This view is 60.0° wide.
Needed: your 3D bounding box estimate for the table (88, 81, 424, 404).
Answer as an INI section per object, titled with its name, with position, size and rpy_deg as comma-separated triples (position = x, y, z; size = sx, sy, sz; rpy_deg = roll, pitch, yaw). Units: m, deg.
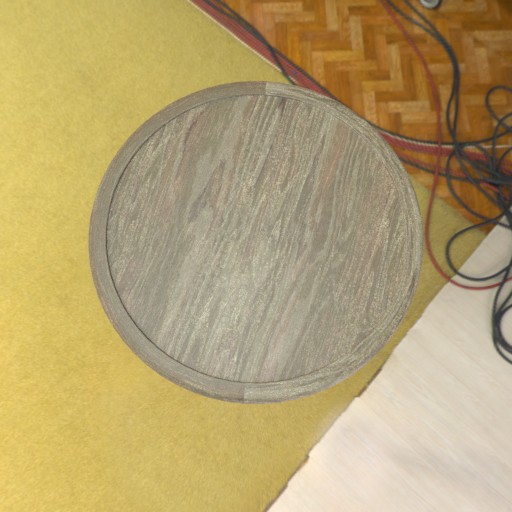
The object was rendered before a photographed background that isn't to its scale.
[table]
position = 0.000, 0.000, 1.015
size = 0.607, 0.450, 0.607
rpy_deg = 0, 77, 0
